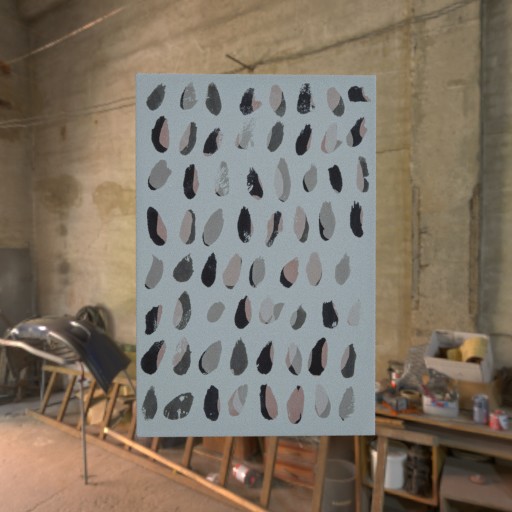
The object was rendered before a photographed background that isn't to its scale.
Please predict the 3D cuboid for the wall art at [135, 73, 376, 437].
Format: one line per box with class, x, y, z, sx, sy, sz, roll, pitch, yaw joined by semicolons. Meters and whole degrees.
wall art;0.000;0.000;0.486;0.252;0.381;0.039;0;1;-1
